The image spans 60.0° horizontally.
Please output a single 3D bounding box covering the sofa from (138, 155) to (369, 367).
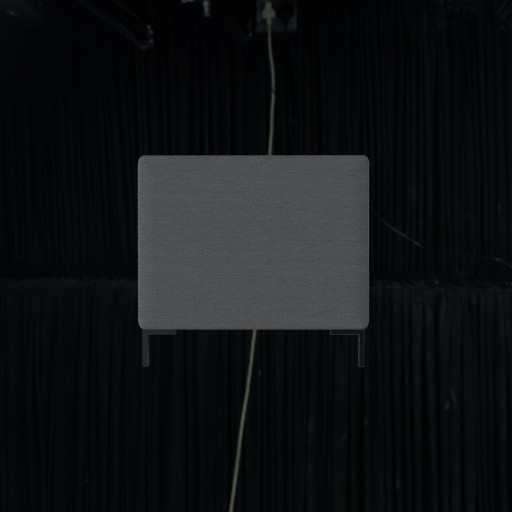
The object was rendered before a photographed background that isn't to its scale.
[{"bbox_3d":[0.000,0.000,2.283,0.686,0.635,1.981,0,0,0],"label":"sofa"}]
